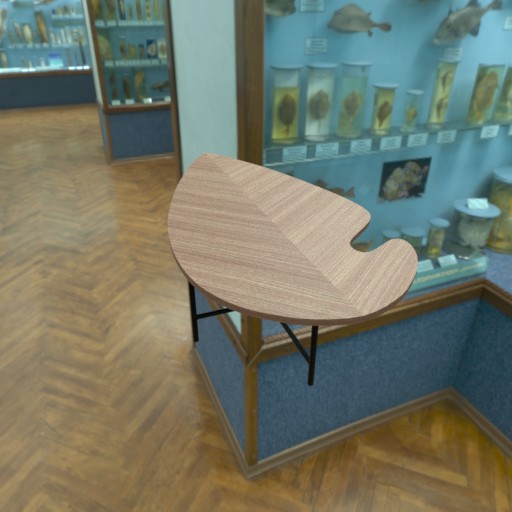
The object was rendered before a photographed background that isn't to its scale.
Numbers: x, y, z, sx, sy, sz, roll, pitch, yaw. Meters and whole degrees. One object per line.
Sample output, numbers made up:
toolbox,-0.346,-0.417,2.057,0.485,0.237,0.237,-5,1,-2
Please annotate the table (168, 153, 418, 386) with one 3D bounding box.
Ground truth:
table,0.000,0.000,1.458,0.598,0.360,1.199,-11,31,-18
